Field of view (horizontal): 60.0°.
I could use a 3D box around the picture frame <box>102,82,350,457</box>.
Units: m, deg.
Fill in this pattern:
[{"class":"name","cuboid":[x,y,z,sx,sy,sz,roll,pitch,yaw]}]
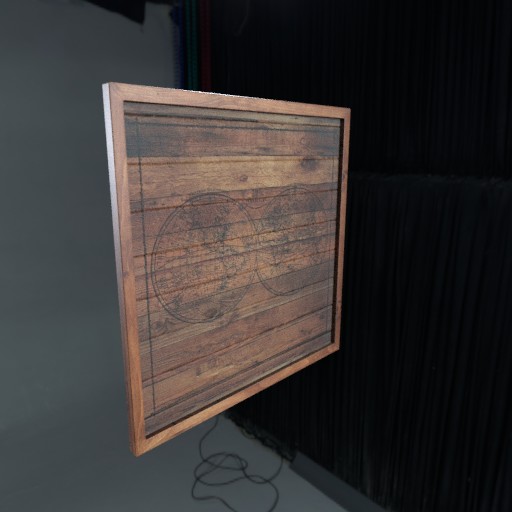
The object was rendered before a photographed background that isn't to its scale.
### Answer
[{"class":"picture frame","cuboid":[0.000,0.000,1.217,0.810,0.817,0.029,-13,19,-43]}]
